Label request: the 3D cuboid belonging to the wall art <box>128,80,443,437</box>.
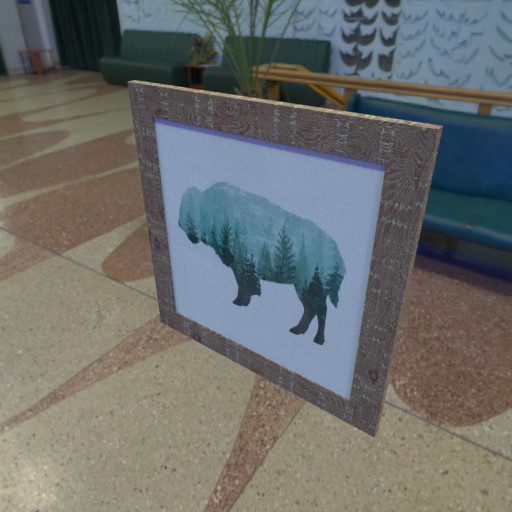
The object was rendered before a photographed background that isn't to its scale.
[{"bbox_3d":[0.000,0.000,0.558,0.380,0.380,0.022,20,36,31],"label":"wall art"}]
